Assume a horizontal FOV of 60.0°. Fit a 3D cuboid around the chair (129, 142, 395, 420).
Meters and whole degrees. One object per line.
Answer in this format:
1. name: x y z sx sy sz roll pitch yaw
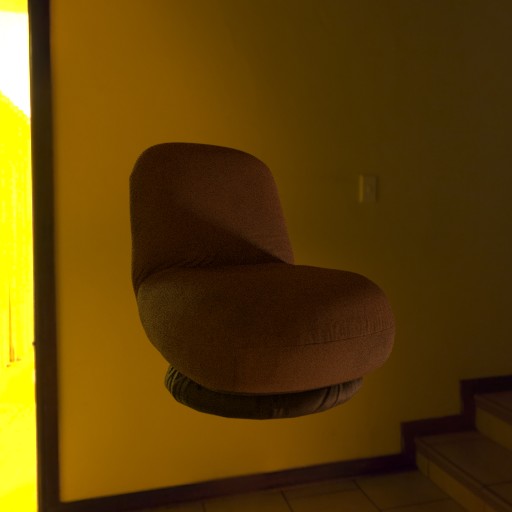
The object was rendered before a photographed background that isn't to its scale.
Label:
1. chair: 0.000 0.000 1.026 0.521 0.594 0.597 -1 3 -35
